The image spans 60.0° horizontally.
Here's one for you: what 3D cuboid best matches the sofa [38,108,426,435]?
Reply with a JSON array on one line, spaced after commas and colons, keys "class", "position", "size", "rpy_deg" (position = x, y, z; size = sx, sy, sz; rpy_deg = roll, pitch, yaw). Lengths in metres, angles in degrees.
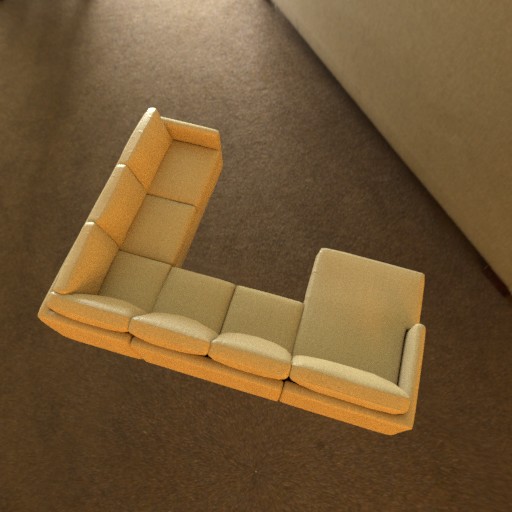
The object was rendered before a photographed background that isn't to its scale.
[{"class": "sofa", "position": [0.000, 0.000, 4.583], "size": [3.460, 0.961, 2.594], "rpy_deg": [15, 65, 7]}]
